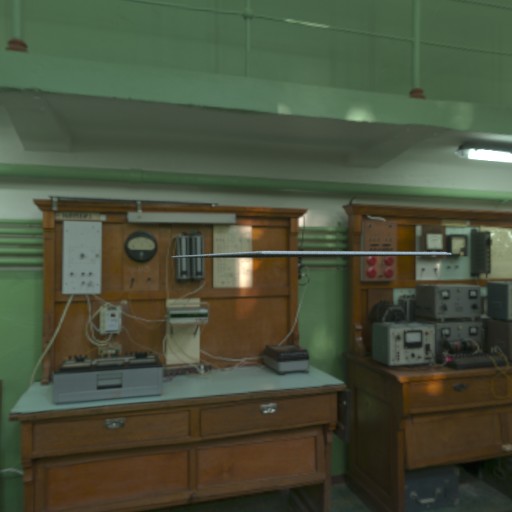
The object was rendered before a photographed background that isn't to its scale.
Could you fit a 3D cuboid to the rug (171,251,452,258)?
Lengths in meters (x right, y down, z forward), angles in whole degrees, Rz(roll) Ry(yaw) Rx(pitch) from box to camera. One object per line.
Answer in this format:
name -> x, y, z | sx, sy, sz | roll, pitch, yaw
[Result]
rug -> 0.000, 0.000, 2.404 | 0.662, 0.011, 2.196 | 0, 0, -17
